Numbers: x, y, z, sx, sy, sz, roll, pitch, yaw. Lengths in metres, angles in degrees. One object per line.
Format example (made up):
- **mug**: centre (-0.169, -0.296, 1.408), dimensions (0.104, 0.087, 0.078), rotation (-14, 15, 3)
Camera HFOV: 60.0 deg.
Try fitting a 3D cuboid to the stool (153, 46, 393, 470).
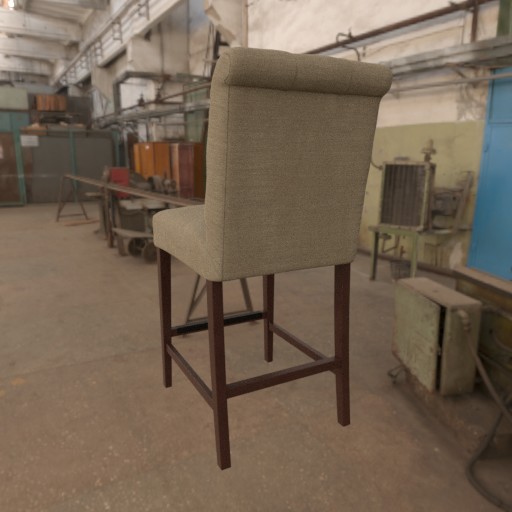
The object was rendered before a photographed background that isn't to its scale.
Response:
- **stool**: centre (0.000, 0.000, 1.406), dimensions (0.486, 1.084, 0.660), rotation (-7, 15, -27)
